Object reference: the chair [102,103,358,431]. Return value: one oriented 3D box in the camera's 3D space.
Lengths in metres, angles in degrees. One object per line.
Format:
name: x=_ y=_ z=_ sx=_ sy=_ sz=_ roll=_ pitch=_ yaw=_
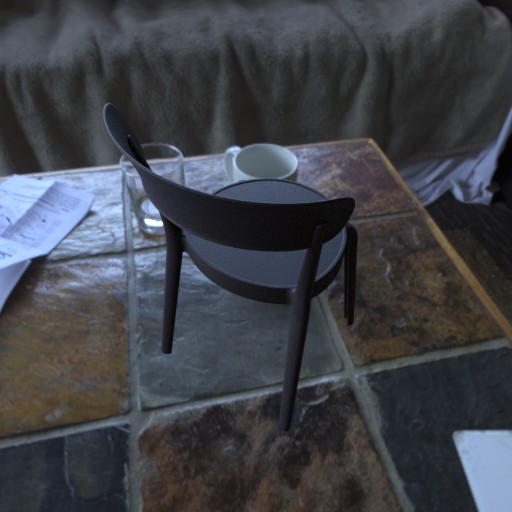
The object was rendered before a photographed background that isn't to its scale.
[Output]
chair: x=0.000 y=0.000 z=1.096 sx=0.506 sy=0.790 sz=0.491 roll=26 pitch=52 yaw=22
